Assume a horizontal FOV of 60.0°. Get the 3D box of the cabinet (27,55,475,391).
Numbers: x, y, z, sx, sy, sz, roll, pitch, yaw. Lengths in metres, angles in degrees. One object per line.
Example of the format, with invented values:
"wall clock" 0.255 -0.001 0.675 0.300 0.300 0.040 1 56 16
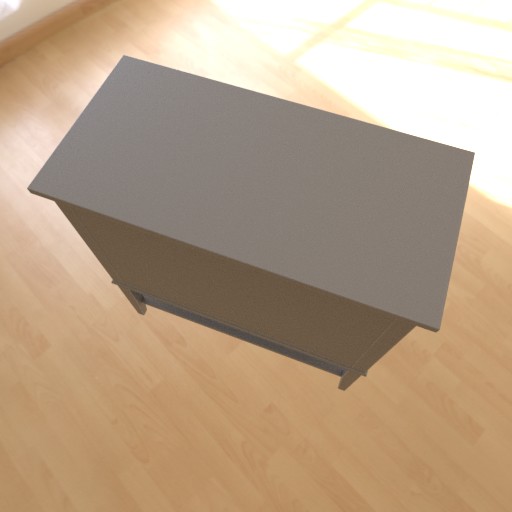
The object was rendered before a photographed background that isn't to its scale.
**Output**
"cabinet" 0.000 0.000 1.228 0.801 0.780 0.396 19 66 9
